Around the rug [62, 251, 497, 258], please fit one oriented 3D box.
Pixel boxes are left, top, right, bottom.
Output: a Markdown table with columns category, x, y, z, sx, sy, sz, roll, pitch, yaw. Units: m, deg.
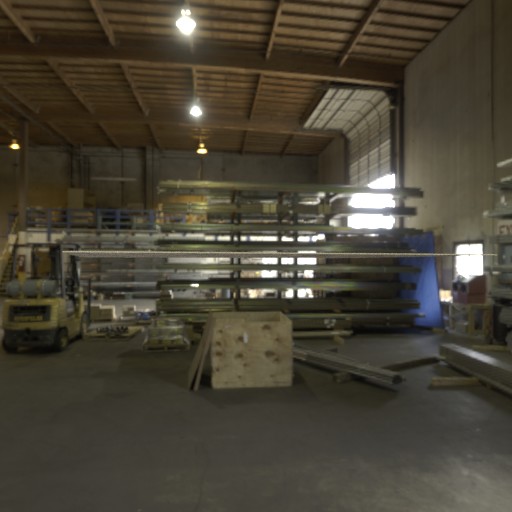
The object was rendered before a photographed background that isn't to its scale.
| category | x | y | z | sx | sy | sz | roll | pitch | yaw |
| --- | --- | --- | --- | --- | --- | --- | --- | --- | --- |
| rug | 0.000 | 0.000 | 3.919 | 2.977 | 0.008 | 2.380 | 0 | -1 | -19 |
